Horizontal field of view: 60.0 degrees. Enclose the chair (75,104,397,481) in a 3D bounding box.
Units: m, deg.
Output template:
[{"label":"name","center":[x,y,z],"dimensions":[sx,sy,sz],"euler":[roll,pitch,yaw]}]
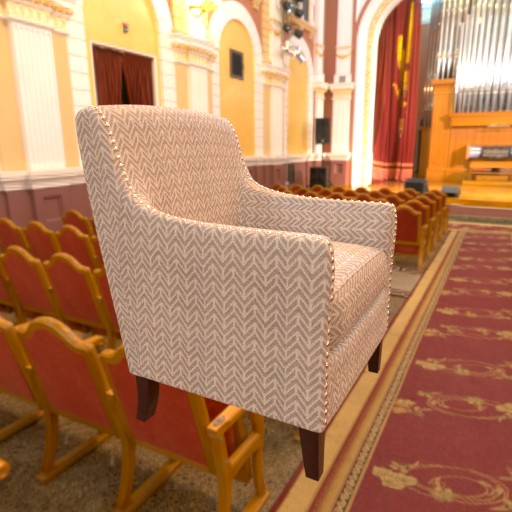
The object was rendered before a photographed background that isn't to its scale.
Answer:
[{"label":"chair","center":[0.000,0.000,1.250],"dimensions":[0.651,0.816,0.623],"euler":[8,16,28]}]
